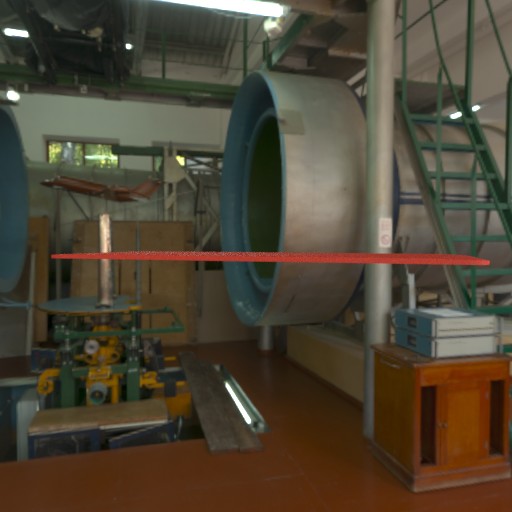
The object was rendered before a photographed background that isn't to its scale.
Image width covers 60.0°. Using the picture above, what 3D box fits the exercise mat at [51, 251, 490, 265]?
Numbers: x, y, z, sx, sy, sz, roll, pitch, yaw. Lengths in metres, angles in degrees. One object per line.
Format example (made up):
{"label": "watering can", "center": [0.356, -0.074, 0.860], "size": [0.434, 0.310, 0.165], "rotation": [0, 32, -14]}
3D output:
{"label": "exercise mat", "center": [0.000, 0.000, 2.062], "size": [1.869, 0.021, 0.616], "rotation": [1, 2, 19]}
